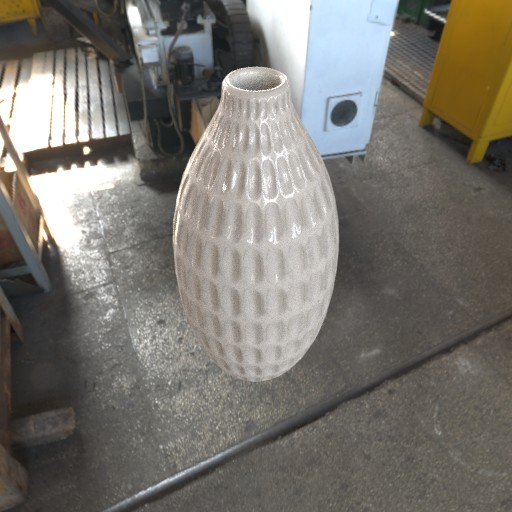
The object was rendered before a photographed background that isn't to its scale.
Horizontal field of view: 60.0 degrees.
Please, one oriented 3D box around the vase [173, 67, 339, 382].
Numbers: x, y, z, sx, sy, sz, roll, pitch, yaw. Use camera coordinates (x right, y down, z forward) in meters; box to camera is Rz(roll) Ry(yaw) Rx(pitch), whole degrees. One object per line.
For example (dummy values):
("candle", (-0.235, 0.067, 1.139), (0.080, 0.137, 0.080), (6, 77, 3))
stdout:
("vase", (0.000, 0.000, 0.350), (0.127, 0.282, 0.127), (0, 45, 0))
